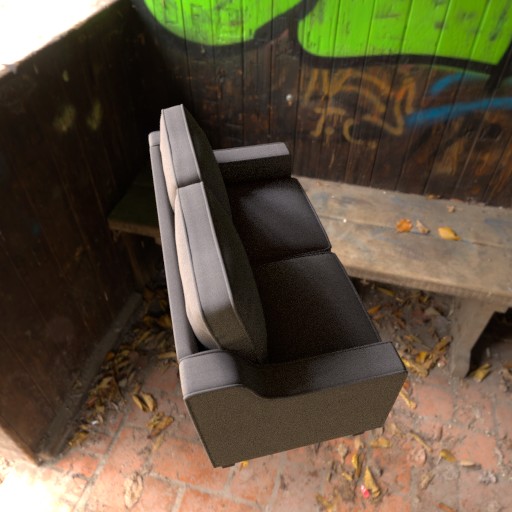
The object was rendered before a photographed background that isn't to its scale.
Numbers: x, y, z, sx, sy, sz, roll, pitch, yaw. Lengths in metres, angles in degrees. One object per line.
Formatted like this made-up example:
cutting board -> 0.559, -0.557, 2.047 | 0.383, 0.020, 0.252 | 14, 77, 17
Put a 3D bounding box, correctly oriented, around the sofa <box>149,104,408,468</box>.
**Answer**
sofa -> 0.000, 0.000, 2.017 | 0.791, 0.948, 1.500 | -10, 46, -9
